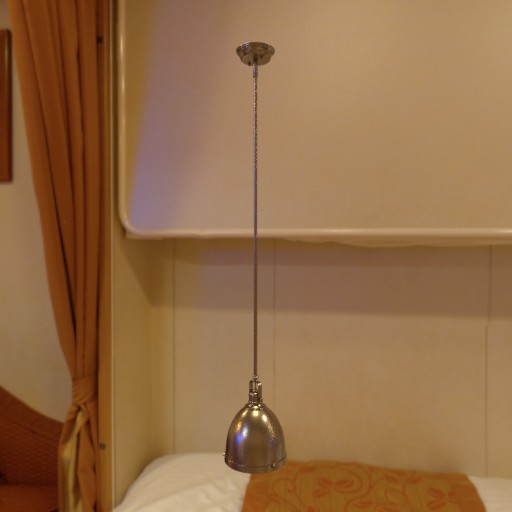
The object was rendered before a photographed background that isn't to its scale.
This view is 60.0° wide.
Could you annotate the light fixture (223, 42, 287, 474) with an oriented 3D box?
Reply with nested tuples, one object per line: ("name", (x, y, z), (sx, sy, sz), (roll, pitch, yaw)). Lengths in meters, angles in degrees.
("light fixture", (0.000, 0.000, 1.487), (0.211, 1.367, 0.217), (-1, 1, -36))
